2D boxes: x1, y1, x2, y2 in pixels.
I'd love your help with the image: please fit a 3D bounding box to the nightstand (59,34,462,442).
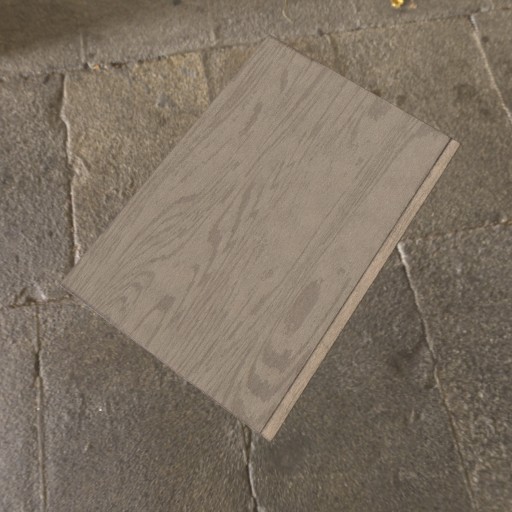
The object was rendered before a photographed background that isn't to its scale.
[{"bbox_3d":[0.000,0.000,1.089,0.483,0.673,0.612,34,77,9],"label":"nightstand"}]
